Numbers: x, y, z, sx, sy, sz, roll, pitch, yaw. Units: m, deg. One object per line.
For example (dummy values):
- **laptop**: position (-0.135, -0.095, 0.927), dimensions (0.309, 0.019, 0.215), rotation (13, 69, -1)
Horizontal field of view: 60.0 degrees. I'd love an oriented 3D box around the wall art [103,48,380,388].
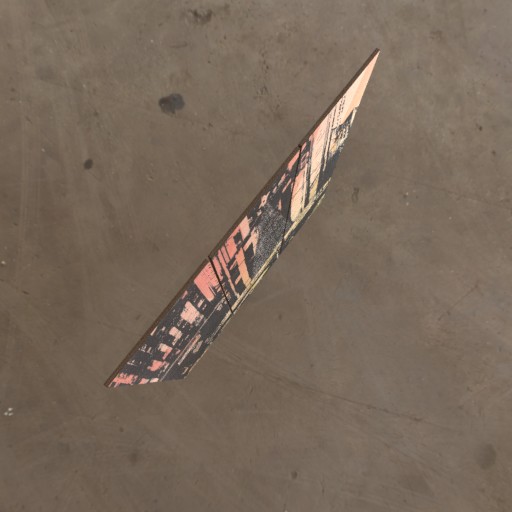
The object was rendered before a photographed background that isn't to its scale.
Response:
- **wall art**: position (0.000, 0.000, 1.790), dimensions (0.013, 1.216, 1.216), rotation (36, 78, 9)
